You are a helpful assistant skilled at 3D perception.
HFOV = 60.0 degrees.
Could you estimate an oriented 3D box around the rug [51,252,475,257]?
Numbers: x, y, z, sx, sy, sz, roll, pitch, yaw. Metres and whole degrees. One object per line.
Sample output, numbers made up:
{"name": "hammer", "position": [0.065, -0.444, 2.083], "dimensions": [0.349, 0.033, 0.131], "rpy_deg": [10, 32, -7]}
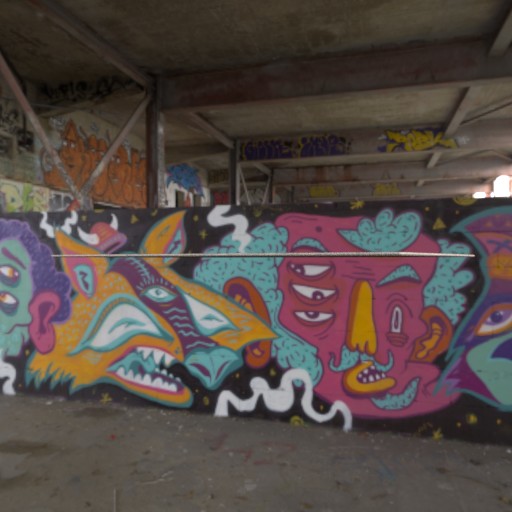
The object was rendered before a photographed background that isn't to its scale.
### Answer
{"name": "rug", "position": [0.000, 0.000, 2.998], "dimensions": [2.438, 0.015, 1.524], "rpy_deg": [0, 0, 36]}
